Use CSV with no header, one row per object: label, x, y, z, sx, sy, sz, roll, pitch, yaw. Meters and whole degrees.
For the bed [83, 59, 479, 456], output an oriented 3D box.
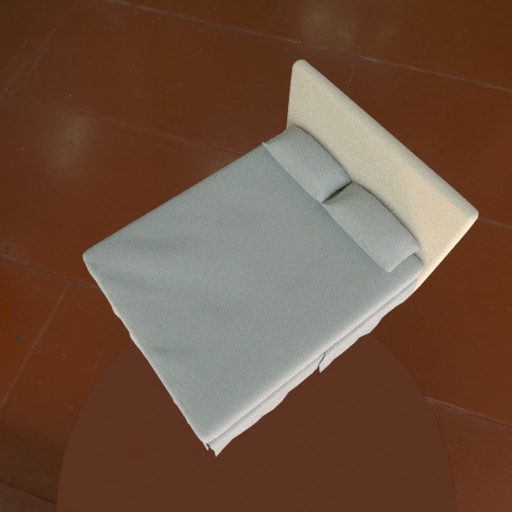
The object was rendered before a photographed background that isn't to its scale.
bed,0.000,0.000,3.242,2.142,1.330,1.748,-34,69,-16
